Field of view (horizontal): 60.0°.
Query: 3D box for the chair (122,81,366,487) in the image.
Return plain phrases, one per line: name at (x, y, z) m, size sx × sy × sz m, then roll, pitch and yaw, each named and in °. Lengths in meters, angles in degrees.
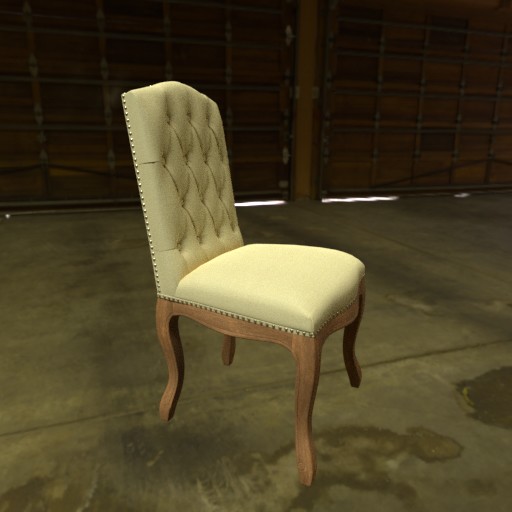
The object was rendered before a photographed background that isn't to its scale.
chair at (0.000, 0.000, 1.540) m, size 0.715 × 1.165 × 0.623 m, roll 7°, pitch 17°, yaw 25°
